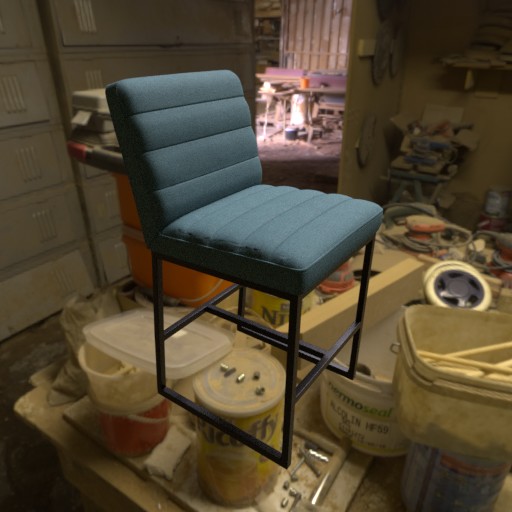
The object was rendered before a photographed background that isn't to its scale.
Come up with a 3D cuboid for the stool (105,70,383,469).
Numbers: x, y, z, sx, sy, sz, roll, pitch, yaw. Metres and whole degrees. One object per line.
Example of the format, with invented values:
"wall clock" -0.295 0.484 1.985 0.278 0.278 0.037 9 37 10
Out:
"stool" 0.000 0.000 1.254 0.560 0.940 0.460 17 31 31
